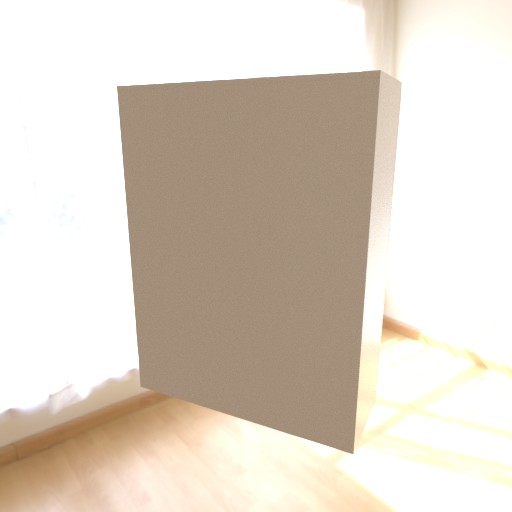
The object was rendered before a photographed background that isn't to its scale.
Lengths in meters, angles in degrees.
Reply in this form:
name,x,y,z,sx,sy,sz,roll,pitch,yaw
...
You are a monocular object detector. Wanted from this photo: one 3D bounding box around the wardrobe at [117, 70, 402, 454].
name,x,y,z,sx,sy,sz,roll,pitch,yaw
wardrobe,0.000,0.000,1.654,0.900,1.200,0.360,8,17,26
